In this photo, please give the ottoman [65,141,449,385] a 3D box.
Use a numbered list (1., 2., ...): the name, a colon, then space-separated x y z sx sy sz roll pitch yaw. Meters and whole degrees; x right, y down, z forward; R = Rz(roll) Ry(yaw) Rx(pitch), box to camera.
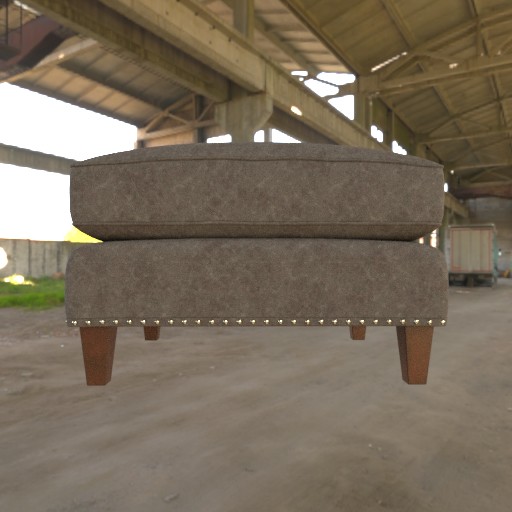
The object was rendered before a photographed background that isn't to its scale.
1. ottoman: 0.000 0.000 1.132 0.741 0.513 0.584 0 0 -1
